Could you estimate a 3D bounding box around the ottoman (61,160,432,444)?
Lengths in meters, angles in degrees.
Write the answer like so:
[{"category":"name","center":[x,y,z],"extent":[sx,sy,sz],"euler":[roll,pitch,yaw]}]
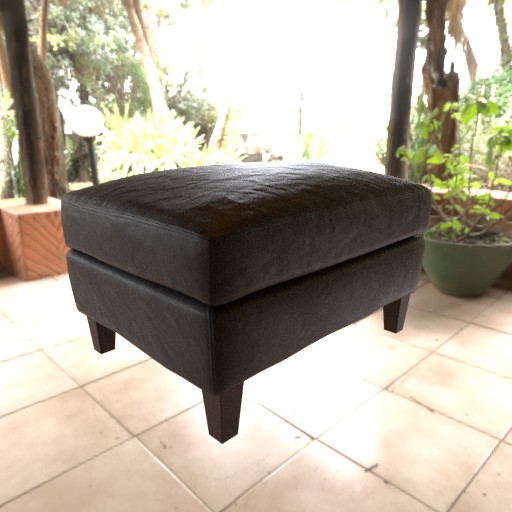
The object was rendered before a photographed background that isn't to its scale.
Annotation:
[{"category":"ottoman","center":[0.000,0.000,1.275],"extent":[0.659,0.529,0.887],"euler":[15,22,43]}]
